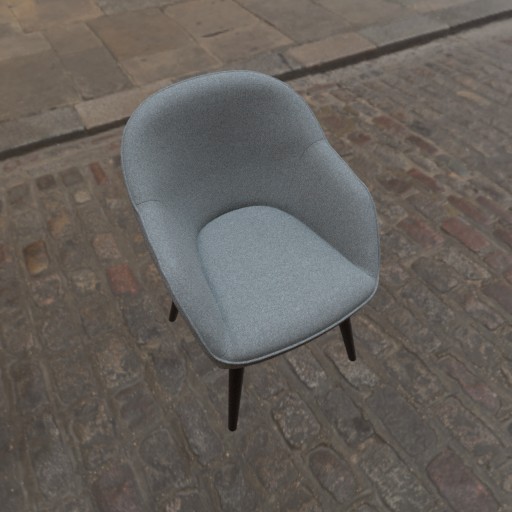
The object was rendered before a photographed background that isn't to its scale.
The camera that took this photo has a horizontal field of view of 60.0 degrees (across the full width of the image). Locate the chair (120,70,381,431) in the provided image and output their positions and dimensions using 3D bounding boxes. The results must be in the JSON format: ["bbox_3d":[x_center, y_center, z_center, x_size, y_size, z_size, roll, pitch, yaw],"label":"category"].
[{"bbox_3d":[0.000,0.000,1.268,0.589,0.810,0.611,-24,52,-20],"label":"chair"}]
